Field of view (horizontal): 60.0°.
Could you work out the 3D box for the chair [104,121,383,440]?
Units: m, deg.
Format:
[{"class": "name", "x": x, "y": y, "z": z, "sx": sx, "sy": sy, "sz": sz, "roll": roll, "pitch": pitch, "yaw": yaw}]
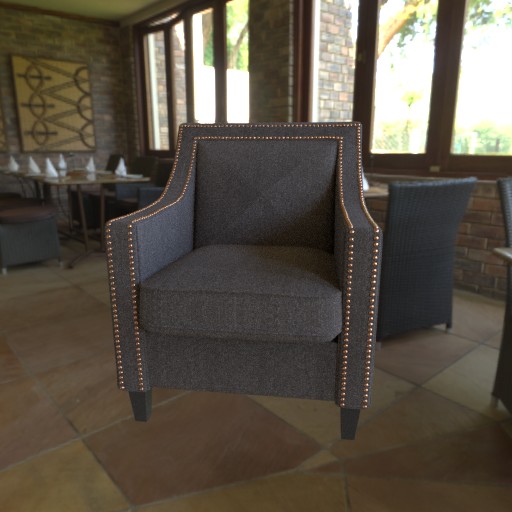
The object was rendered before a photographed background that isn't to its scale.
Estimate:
[{"class": "chair", "x": 0.000, "y": 0.000, "z": 1.603, "sx": 0.776, "sy": 0.967, "sz": 0.884, "roll": 2, "pitch": 14, "yaw": 8}]
